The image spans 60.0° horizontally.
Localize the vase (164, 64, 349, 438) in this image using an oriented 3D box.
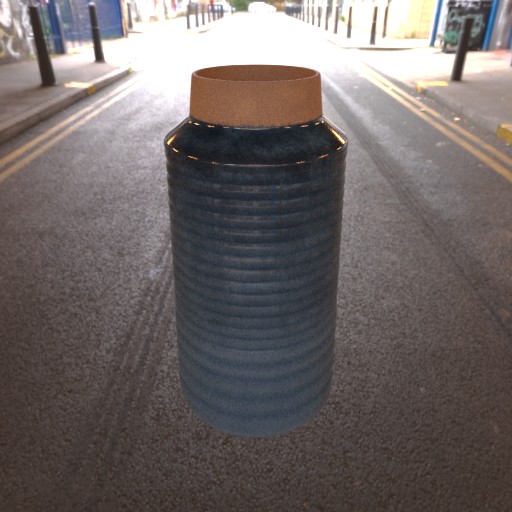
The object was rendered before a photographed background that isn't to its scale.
[{"bbox_3d":[0.000,0.000,0.408,0.163,0.316,0.163,0,30,0],"label":"vase"}]
